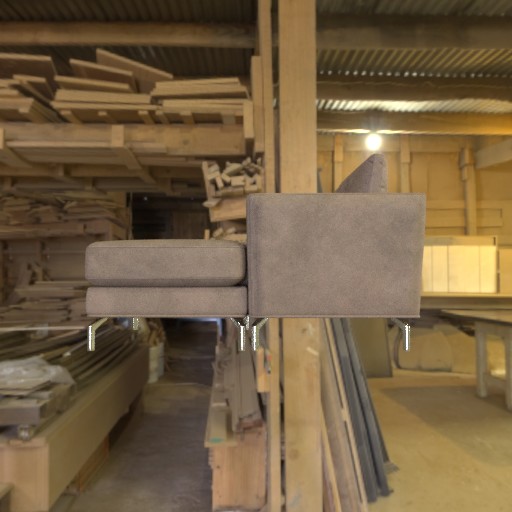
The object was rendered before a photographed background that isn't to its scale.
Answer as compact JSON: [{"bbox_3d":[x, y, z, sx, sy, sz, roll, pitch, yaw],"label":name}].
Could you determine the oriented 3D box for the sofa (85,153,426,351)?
[{"bbox_3d":[0.000,0.000,3.282,1.622,0.987,2.438,0,-2,0],"label":"sofa"}]
